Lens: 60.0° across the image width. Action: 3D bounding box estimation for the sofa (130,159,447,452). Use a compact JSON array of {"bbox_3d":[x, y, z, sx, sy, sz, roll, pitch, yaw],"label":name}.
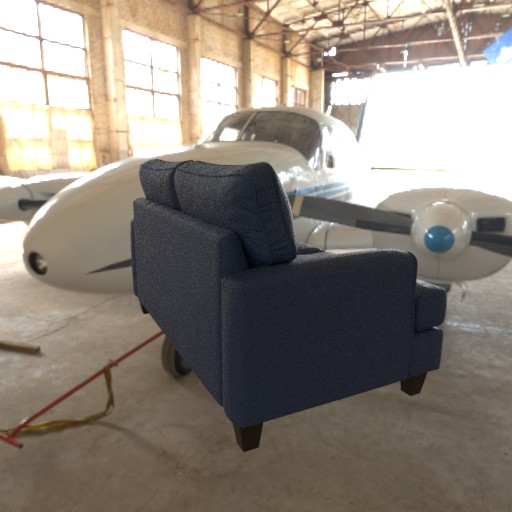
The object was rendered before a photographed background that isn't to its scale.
[{"bbox_3d":[0.000,0.000,2.259,0.965,0.965,1.651,-6,14,-26],"label":"sofa"}]
